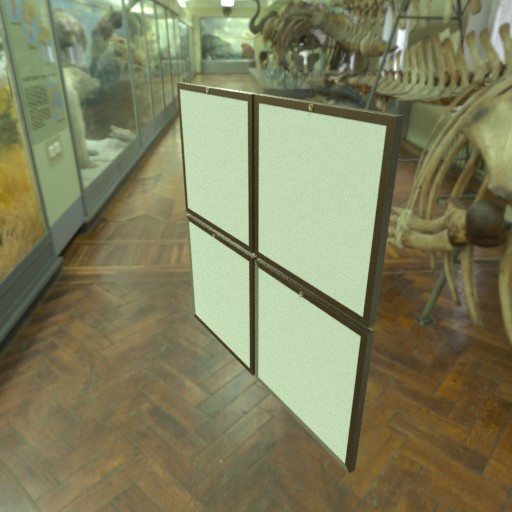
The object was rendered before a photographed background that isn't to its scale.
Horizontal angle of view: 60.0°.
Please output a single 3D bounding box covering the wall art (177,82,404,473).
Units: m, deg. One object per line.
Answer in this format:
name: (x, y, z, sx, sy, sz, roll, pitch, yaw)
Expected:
wall art: (0.000, 0.000, 1.496, 0.030, 1.032, 1.032, -16, 30, -30)
